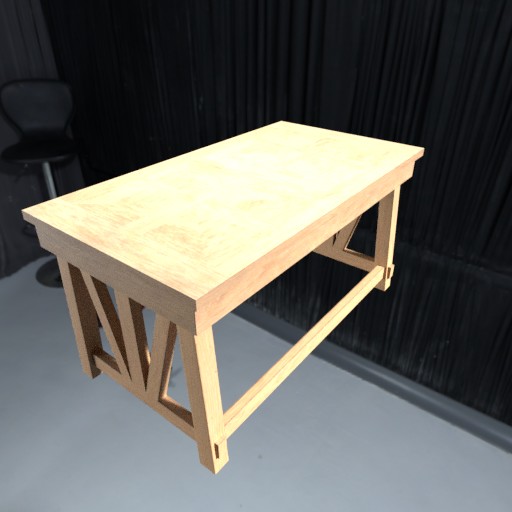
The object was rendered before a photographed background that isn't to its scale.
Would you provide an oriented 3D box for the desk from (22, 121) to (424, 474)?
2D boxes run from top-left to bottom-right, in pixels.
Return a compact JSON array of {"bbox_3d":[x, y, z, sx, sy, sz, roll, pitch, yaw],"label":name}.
[{"bbox_3d":[0.000,0.000,1.964,0.813,0.762,1.499,22,37,32],"label":"desk"}]
